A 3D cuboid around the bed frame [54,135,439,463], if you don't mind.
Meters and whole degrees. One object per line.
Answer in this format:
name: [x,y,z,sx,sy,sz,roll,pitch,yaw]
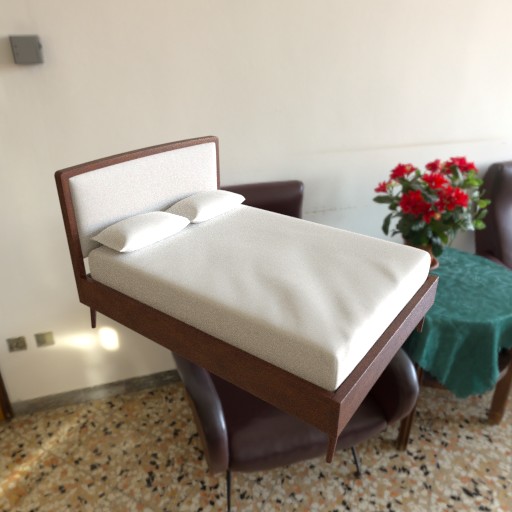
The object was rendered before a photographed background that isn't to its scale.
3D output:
bed frame: [0.000,0.000,3.194,2.171,1.279,1.587,18,31,32]
